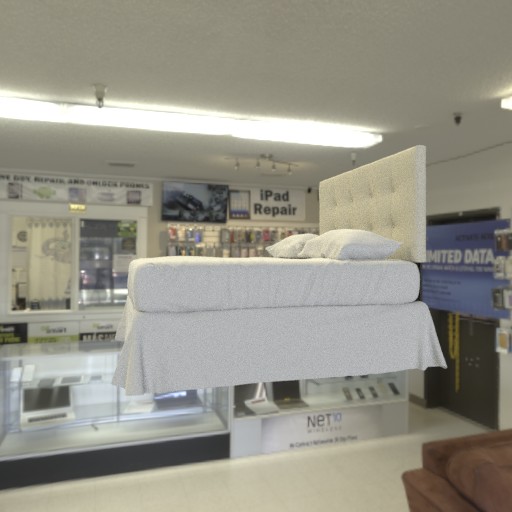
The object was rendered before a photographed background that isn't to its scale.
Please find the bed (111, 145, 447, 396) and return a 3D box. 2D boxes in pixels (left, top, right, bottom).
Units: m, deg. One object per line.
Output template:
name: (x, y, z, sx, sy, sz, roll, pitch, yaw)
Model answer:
bed: (0.000, 0.000, 3.617, 2.222, 1.577, 1.936, 0, 0, -17)
